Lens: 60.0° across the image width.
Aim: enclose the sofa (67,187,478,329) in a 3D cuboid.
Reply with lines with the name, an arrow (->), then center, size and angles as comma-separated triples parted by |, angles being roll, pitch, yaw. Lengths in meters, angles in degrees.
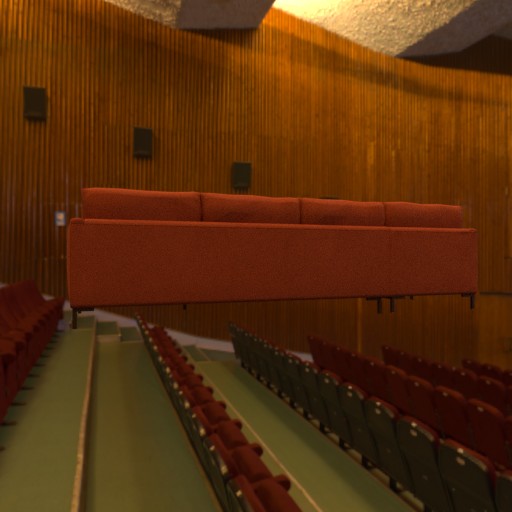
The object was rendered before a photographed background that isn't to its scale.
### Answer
sofa -> 0.000, 0.000, 3.571 | 2.736, 0.757, 1.879 | 0, 0, -20
